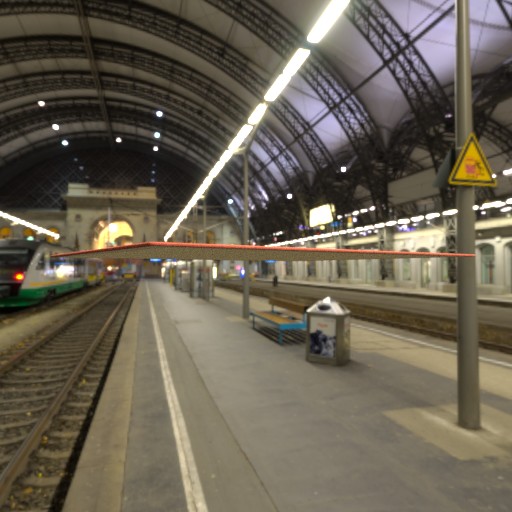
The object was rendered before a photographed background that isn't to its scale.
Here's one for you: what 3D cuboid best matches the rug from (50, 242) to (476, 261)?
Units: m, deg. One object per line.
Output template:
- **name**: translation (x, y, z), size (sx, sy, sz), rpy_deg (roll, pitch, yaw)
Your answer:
- **rug**: translation (0.000, 0.000, 3.956), size (2.976, 0.018, 2.430), rpy_deg (1, -2, -36)
